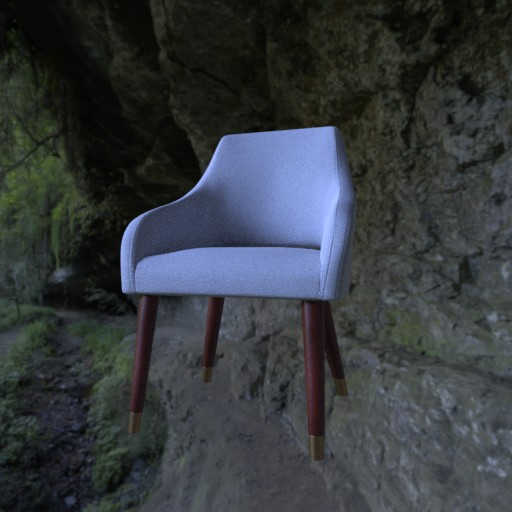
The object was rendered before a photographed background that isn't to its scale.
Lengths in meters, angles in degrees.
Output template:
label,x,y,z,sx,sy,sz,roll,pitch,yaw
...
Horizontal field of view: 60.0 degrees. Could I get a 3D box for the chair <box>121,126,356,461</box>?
label,x,y,z,sx,sy,sz,roll,pitch,yaw
chair,0.000,0.000,1.324,0.609,0.889,0.600,0,1,18
